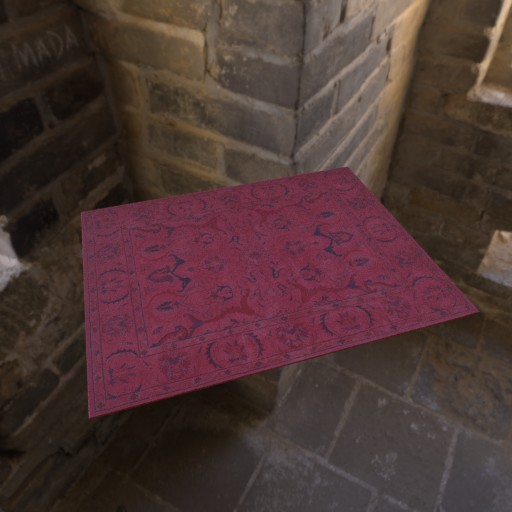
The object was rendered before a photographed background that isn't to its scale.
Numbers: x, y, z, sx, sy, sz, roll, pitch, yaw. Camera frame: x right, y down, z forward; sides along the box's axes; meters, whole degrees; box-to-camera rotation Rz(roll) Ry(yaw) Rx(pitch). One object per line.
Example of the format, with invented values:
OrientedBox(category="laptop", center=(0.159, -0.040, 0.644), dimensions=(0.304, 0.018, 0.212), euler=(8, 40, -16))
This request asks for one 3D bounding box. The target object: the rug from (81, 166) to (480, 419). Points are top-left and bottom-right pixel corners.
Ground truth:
OrientedBox(category="rug", center=(0.000, 0.000, 3.932), dimensions=(2.929, 0.012, 2.300), euler=(-12, 43, -13))
